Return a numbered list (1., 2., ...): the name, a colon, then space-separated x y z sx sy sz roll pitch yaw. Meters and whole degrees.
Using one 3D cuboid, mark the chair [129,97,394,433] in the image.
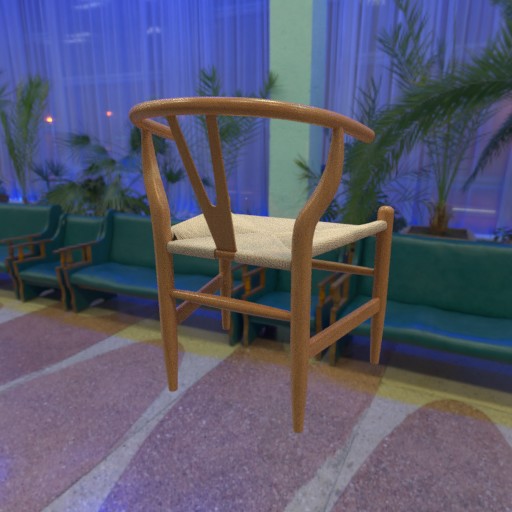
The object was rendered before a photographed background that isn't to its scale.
1. chair: 0.000 0.000 1.136 0.569 0.730 0.579 8 17 27
